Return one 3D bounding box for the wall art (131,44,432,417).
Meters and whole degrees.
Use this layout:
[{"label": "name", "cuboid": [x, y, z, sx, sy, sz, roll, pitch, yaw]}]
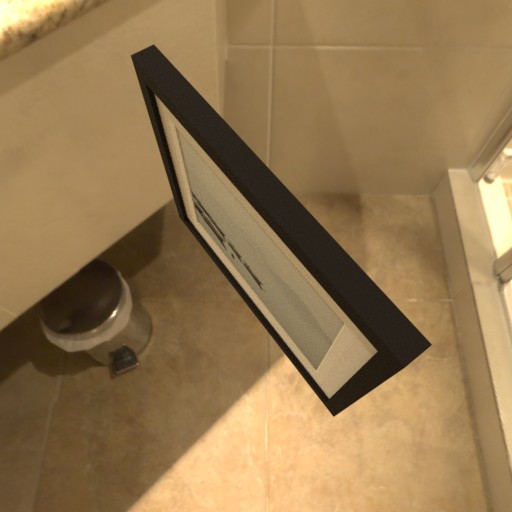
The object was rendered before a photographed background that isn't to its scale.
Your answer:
[{"label": "wall art", "cuboid": [0.000, 0.000, 0.537, 0.028, 0.325, 0.397, -34, 69, -15]}]
